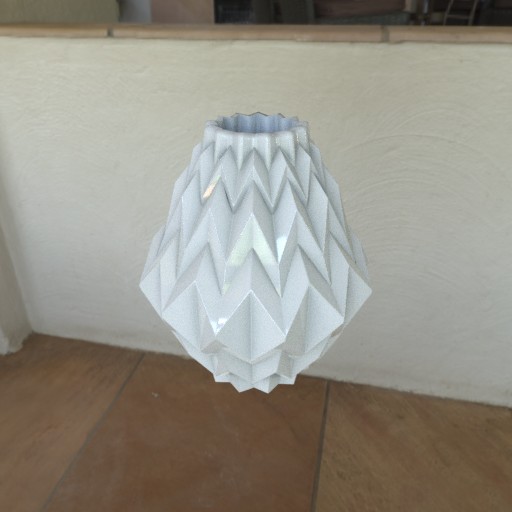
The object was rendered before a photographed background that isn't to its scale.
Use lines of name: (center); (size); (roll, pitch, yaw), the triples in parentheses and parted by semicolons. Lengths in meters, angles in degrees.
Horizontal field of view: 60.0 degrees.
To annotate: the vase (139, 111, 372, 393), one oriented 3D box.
vase: (0.000, 0.000, 0.313); (0.164, 0.185, 0.164); (0, 29, 0)
